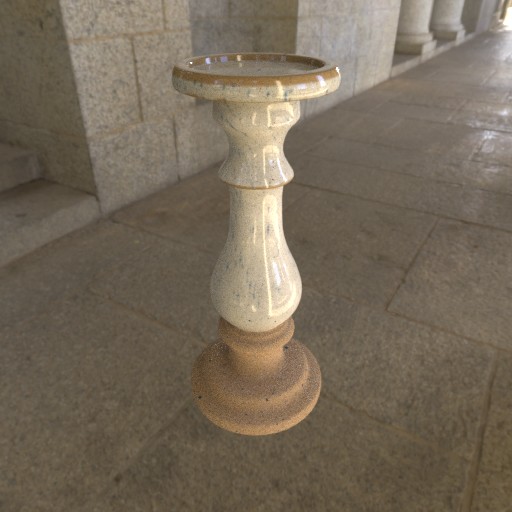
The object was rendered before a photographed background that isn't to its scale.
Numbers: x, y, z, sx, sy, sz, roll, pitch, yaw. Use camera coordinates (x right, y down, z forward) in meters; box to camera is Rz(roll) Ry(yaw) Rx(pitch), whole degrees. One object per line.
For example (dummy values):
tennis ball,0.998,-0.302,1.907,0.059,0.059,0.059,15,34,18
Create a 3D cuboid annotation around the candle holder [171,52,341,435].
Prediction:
candle holder,0.000,0.000,0.251,0.088,0.203,0.088,0,31,0
